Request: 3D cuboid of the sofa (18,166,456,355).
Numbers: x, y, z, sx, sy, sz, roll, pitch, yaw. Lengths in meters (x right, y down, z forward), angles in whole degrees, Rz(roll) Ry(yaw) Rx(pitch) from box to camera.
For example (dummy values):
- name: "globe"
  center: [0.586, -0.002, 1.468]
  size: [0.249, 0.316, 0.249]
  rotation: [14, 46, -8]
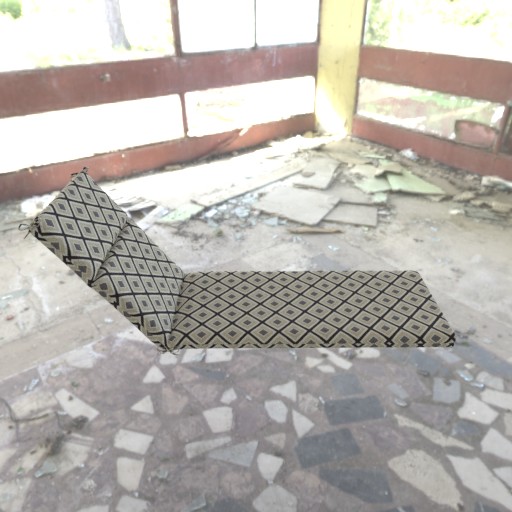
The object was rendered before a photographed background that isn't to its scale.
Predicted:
- name: "sofa"
  center: [0.000, 0.000, 1.911]
  size: [1.663, 0.622, 0.582]
  rotation: [0, 31, 0]
